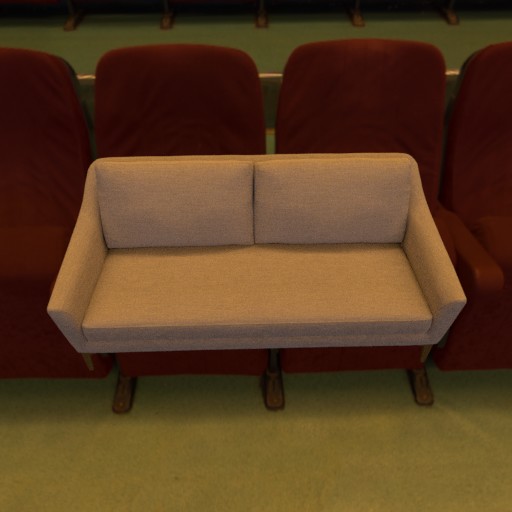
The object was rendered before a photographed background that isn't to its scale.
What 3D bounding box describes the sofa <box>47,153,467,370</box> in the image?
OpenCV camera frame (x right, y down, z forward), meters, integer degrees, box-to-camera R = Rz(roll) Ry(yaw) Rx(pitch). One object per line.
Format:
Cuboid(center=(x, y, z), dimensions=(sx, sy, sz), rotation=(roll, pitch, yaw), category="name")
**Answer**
Cuboid(center=(0.000, 0.000, 2.560), dimensions=(2.036, 0.913, 0.980), rotation=(-1, 46, -1), category="sofa")
